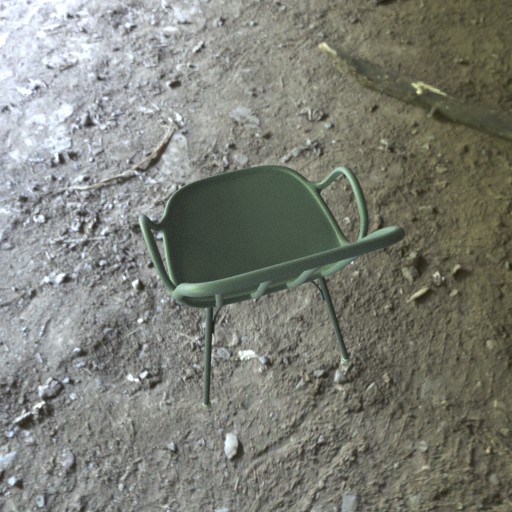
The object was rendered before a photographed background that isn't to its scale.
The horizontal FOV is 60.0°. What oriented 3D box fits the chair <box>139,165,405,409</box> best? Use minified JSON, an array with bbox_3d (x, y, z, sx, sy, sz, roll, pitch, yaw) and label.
[{"bbox_3d":[0.000,0.000,1.232,0.549,0.816,0.597,-15,58,-10],"label":"chair"}]
